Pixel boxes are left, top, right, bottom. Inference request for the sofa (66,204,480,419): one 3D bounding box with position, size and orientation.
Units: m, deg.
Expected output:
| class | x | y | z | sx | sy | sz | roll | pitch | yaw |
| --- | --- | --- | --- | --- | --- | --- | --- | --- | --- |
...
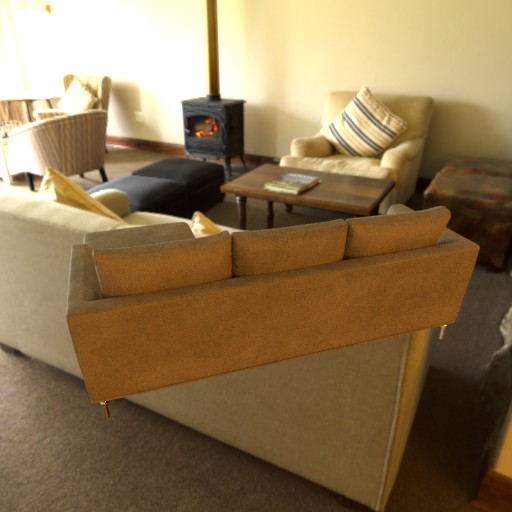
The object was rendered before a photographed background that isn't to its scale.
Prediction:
| class | x | y | z | sx | sy | sz | roll | pitch | yaw |
| --- | --- | --- | --- | --- | --- | --- | --- | --- | --- |
| sofa | 0.000 | 0.000 | 3.223 | 2.438 | 0.987 | 1.622 | -8 | 28 | -17 |
